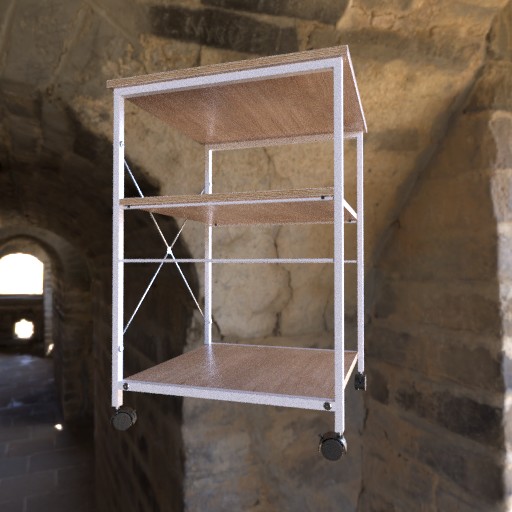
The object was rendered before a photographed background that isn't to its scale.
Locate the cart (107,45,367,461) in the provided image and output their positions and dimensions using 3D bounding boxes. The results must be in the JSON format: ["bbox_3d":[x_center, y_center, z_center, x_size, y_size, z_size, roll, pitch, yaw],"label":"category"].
[{"bbox_3d":[0.000,0.000,1.132,0.520,0.762,0.521,0,-1,18],"label":"cart"}]
